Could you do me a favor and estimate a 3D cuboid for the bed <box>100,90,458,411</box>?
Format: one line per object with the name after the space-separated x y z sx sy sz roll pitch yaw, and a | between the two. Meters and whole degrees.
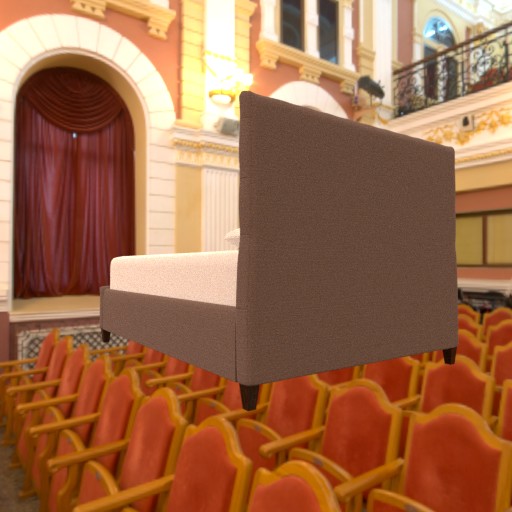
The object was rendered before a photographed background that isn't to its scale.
0.000 0.000 3.322 1.696 1.426 2.233 1 -2 -35 | bed
